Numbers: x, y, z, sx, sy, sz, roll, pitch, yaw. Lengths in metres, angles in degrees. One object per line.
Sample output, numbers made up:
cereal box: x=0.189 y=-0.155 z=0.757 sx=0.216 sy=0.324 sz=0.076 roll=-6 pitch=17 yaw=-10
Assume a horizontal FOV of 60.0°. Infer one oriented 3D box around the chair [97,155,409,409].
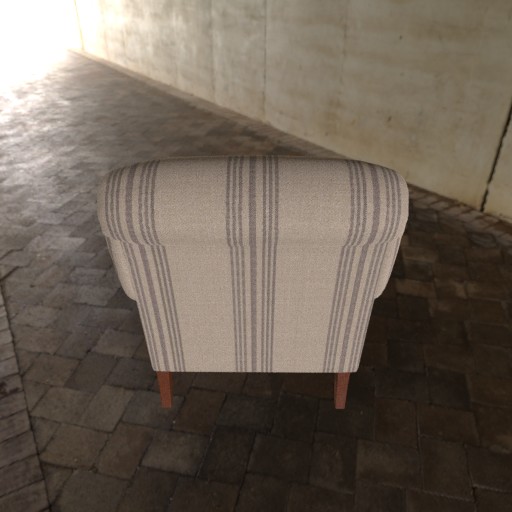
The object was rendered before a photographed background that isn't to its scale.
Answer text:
chair: x=0.000 y=0.000 z=1.598 sx=0.813 sy=0.940 sz=0.914 roll=0 pitch=31 yaw=0
